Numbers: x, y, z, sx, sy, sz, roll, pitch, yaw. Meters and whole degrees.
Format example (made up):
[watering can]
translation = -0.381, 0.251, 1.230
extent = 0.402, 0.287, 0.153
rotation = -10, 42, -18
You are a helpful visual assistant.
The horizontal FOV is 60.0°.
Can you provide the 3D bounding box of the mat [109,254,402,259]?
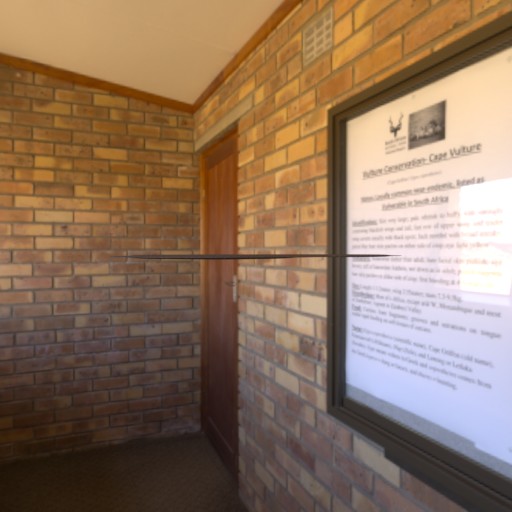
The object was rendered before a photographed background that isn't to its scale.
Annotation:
[mat]
translation = 0.000, 0.000, 1.912
extent = 0.913, 0.013, 1.524
rotation = 0, 0, 35
